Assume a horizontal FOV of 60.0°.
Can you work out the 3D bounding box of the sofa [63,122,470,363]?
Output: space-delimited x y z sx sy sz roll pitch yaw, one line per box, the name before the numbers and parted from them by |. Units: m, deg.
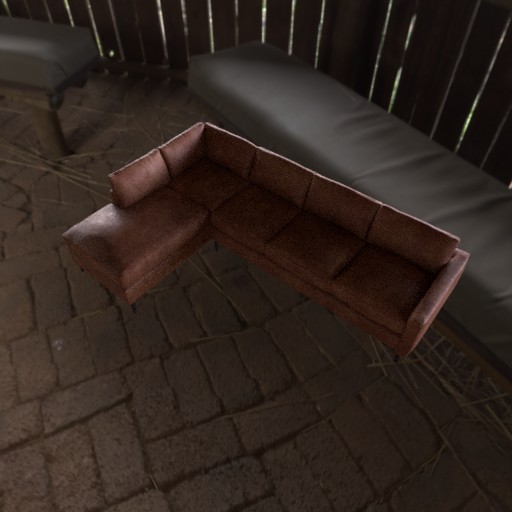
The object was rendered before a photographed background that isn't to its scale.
sofa | 0.000 0.000 3.905 2.984 0.877 1.938 31 54 25
